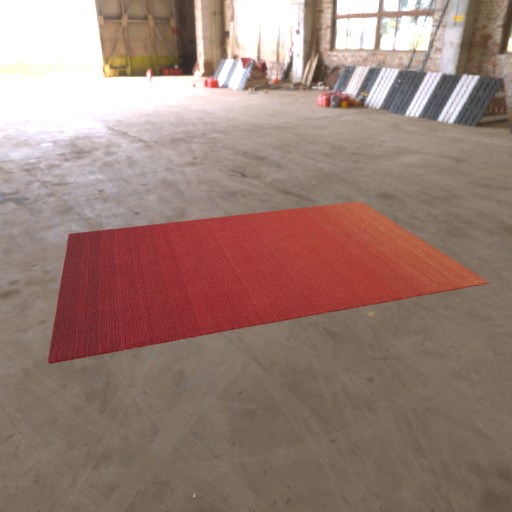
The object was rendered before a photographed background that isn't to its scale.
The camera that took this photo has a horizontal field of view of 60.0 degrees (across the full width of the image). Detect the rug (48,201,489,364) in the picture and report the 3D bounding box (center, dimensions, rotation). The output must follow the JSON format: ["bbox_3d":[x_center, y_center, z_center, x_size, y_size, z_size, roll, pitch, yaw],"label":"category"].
[{"bbox_3d":[0.000,0.000,2.966,2.442,0.010,1.531,-8,27,-16],"label":"rug"}]
